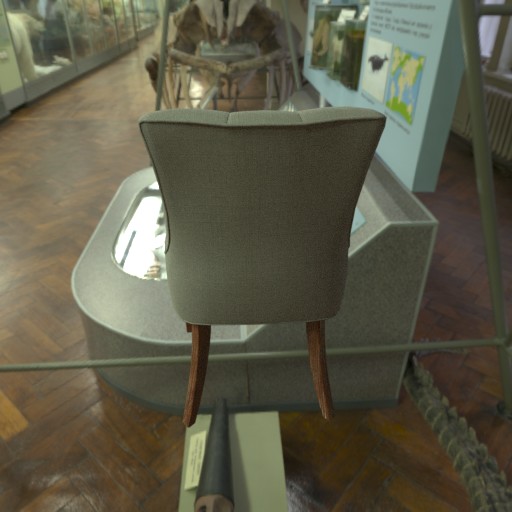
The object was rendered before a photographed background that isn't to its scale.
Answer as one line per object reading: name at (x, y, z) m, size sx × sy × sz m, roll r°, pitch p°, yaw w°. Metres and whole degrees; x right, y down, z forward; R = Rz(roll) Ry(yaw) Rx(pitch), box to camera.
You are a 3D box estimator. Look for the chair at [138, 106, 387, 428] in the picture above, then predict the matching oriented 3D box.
chair at (0.000, 0.000, 1.206) m, size 0.509 × 0.874 × 0.565 m, roll -2°, pitch 30°, yaw -3°
